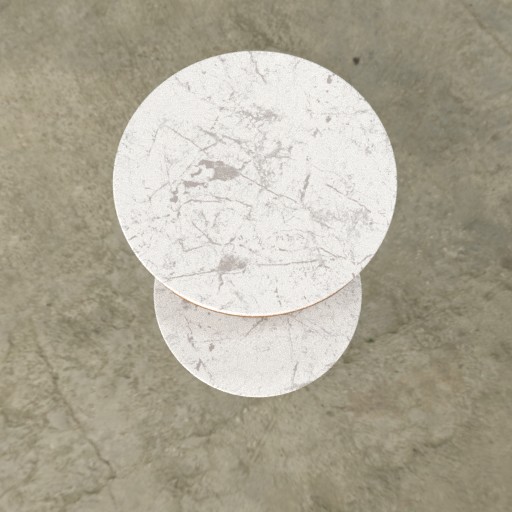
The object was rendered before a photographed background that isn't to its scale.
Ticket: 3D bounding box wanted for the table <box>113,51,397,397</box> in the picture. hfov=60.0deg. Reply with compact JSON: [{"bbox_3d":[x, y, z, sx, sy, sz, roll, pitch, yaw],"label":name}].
[{"bbox_3d":[0.000,0.000,0.879,0.400,0.550,0.507,-1,76,0],"label":"table"}]
